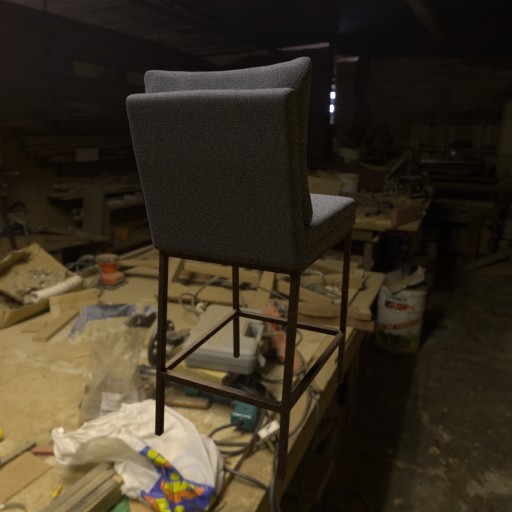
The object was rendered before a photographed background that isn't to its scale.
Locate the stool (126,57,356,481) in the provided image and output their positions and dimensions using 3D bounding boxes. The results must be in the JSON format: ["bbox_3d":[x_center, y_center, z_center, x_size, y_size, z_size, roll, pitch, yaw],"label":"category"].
[{"bbox_3d":[0.000,0.000,1.332,0.463,1.031,0.569,8,18,25],"label":"stool"}]
